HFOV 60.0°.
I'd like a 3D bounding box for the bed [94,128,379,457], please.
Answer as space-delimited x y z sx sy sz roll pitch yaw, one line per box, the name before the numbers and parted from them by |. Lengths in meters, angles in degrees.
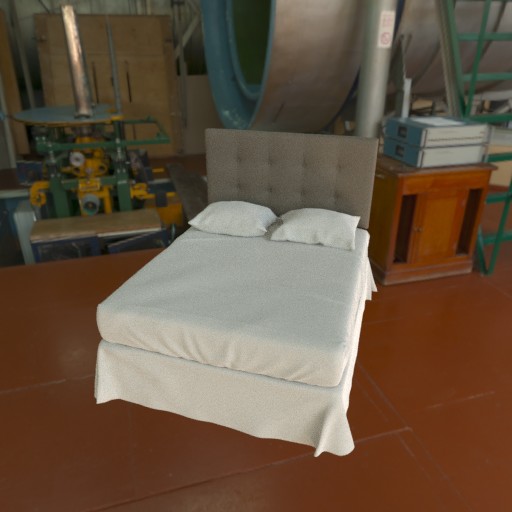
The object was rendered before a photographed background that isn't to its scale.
bed | 0.000 0.000 3.541 1.936 1.577 2.222 8 27 15
